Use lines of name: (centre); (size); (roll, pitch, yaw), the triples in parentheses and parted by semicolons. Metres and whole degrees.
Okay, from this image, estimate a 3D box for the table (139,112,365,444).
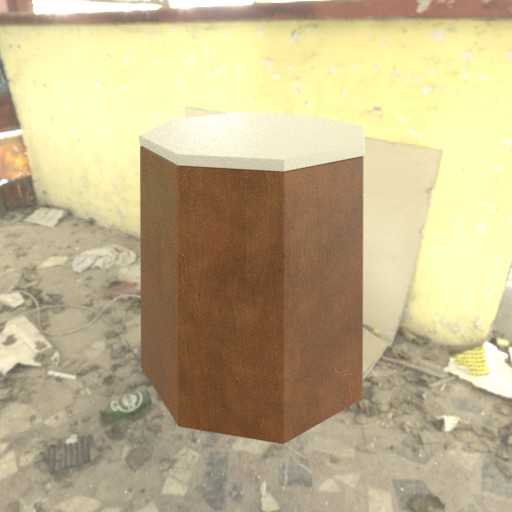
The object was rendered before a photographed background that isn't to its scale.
table: (0.000, 0.000, 0.823); (0.439, 0.457, 0.439); (-18, 32, -31)
